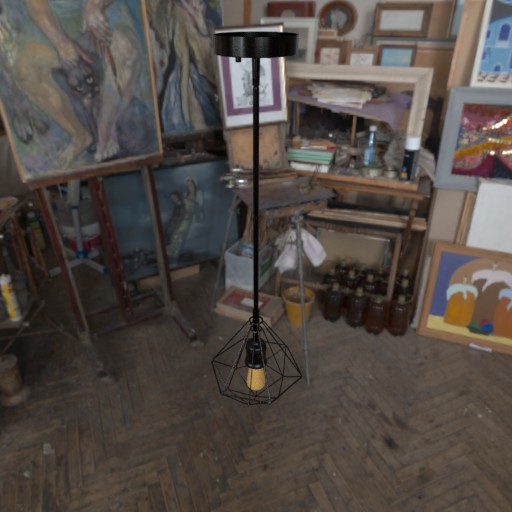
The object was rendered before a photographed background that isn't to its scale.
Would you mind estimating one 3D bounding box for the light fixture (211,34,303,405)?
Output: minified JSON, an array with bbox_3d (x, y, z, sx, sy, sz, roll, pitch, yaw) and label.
[{"bbox_3d":[0.000,0.000,1.967,0.431,1.764,0.487,-8,31,-14],"label":"light fixture"}]
